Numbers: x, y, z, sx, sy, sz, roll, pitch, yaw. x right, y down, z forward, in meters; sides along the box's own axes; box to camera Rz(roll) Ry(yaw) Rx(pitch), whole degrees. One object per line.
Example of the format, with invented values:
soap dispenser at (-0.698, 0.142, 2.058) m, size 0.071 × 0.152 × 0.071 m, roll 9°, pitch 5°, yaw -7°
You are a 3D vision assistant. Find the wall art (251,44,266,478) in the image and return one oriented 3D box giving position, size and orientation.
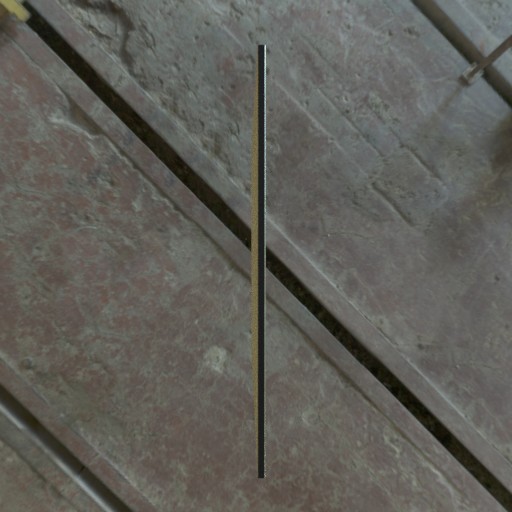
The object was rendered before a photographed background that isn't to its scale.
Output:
wall art at (0.000, 0.000, 0.771) m, size 0.009 × 0.559 × 0.483 m, roll 0°, pitch 92°, yaw -1°
